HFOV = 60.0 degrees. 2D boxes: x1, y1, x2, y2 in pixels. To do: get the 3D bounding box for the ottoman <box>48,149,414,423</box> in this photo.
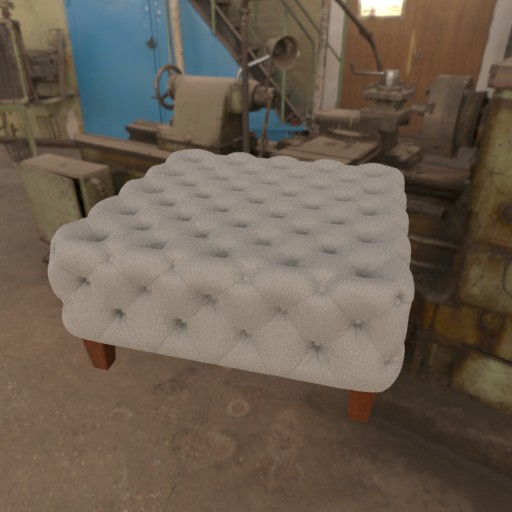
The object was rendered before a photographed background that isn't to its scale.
[{"bbox_3d":[0.000,0.000,1.444,0.917,0.439,0.911,7,30,13],"label":"ottoman"}]
